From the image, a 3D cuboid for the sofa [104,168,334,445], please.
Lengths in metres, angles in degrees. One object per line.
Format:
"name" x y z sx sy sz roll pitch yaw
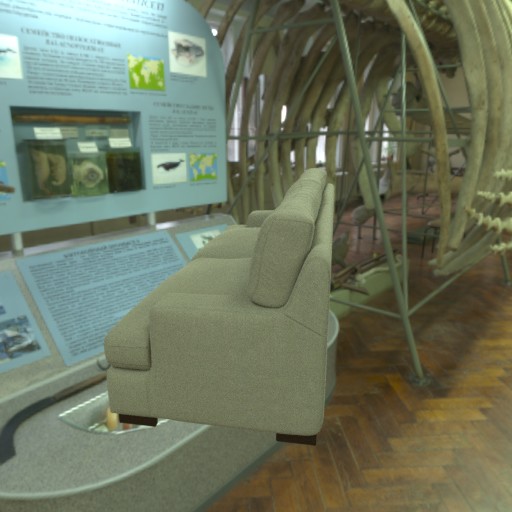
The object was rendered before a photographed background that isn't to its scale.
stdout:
"sofa" 0.000 0.000 2.866 0.962 0.980 2.354 3 16 10
